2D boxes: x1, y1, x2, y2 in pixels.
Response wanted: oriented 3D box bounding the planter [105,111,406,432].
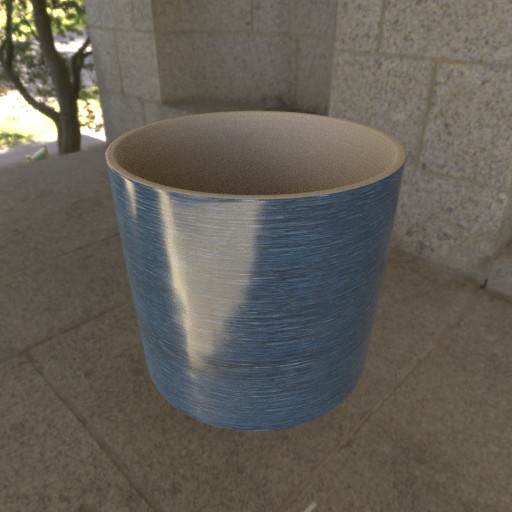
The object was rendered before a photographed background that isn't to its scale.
[{"bbox_3d":[0.000,0.000,0.390,0.221,0.201,0.221,0,30,0],"label":"planter"}]
